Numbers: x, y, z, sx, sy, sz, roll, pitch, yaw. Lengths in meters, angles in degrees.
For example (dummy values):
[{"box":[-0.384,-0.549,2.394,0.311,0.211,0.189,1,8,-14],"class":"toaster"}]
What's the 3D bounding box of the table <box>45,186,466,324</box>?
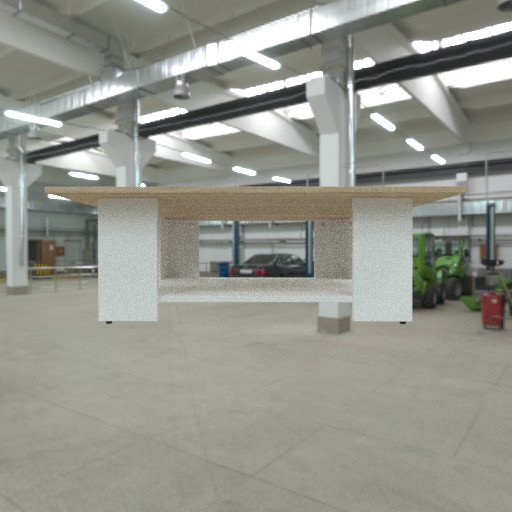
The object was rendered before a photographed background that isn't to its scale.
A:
[{"box":[0.000,0.000,1.382,0.890,0.305,0.890,0,1,0],"class":"table"}]
